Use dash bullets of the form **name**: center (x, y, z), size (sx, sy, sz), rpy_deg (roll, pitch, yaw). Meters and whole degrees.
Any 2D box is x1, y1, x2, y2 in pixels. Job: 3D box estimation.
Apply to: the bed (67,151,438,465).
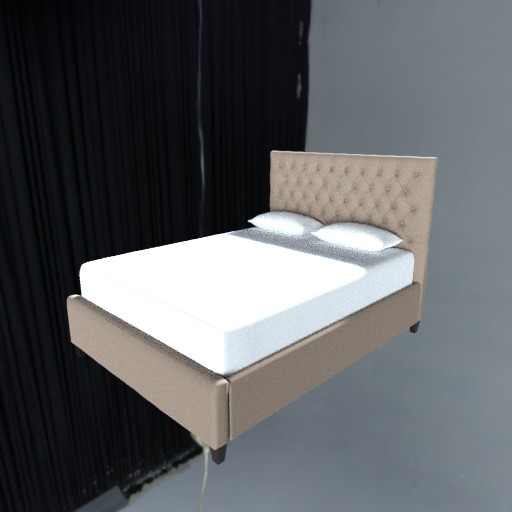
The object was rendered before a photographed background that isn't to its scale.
- **bed**: center (0.000, 0.000, 3.319), size (1.696, 1.426, 2.233), rpy_deg (15, 22, 43)
